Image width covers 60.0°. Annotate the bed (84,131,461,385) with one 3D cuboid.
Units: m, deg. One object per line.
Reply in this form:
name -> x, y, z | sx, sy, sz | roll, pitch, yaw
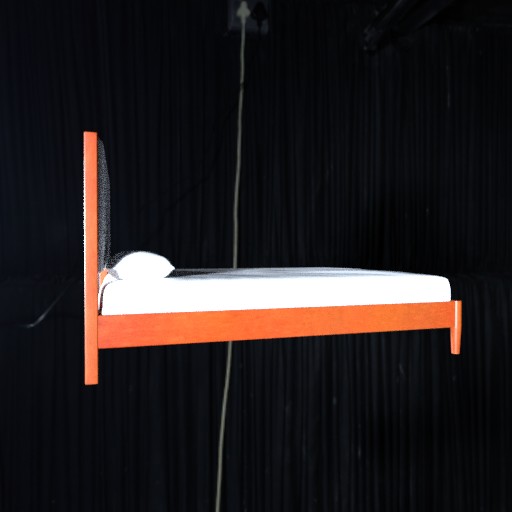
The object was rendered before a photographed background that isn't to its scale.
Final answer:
bed -> 0.000, 0.000, 3.084 | 2.117, 1.165, 1.566 | 0, 1, -17
